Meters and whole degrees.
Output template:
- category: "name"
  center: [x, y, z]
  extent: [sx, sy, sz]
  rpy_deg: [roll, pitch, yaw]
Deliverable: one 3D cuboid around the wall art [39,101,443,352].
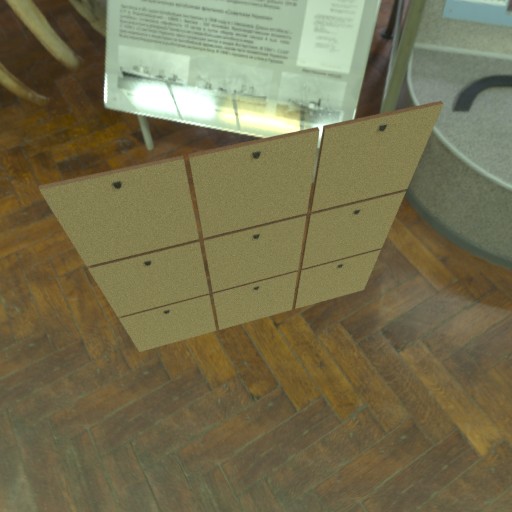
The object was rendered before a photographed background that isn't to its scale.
- category: "wall art"
  center: [0.000, 0.000, 1.802]
  extent: [1.221, 1.218, 0.024]
  rpy_deg: [-14, 58, -9]
